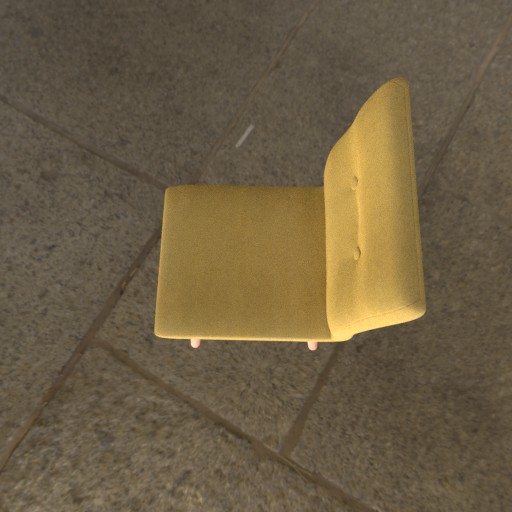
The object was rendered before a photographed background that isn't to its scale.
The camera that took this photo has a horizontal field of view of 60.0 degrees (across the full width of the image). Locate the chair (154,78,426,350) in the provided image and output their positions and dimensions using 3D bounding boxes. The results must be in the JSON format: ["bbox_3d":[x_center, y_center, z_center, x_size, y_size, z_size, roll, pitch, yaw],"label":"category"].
[{"bbox_3d":[0.000,0.000,1.219,0.550,0.965,0.450,1,75,0],"label":"chair"}]
